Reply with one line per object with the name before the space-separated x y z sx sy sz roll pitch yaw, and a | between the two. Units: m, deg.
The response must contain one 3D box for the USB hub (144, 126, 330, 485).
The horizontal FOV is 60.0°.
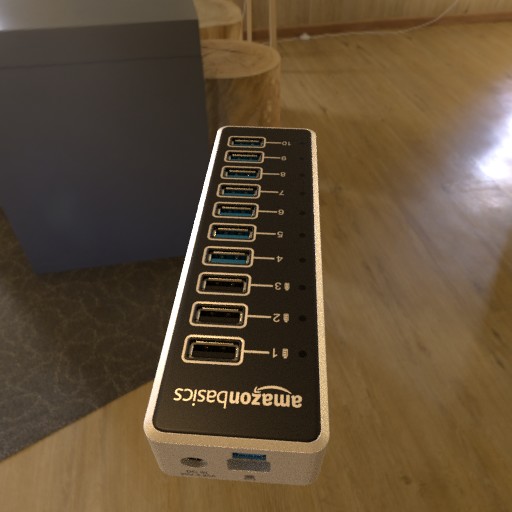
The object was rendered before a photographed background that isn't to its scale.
USB hub | 0.000 0.000 0.160 0.044 0.023 0.145 3 46 3
